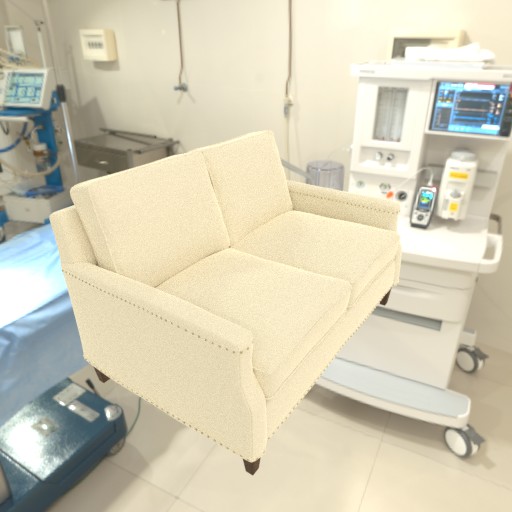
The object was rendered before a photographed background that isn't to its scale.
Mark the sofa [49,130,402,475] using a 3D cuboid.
[{"bbox_3d":[0.000,0.000,2.272,1.084,1.003,1.597,17,32,30],"label":"sofa"}]
